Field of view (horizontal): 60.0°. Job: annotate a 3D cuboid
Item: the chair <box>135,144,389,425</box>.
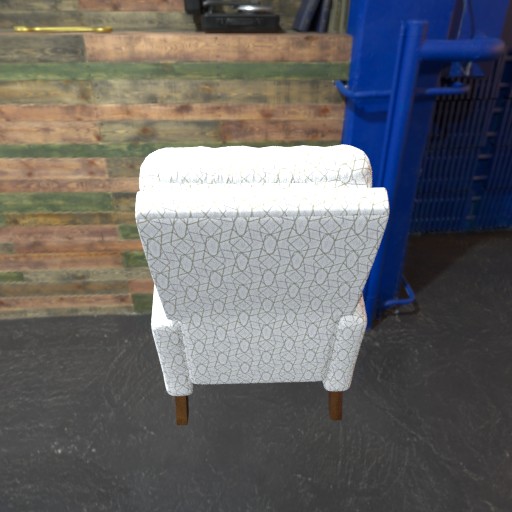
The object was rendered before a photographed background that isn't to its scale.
[{"bbox_3d":[0.000,0.000,1.730,0.796,1.064,0.995,-1,31,-2],"label":"chair"}]
